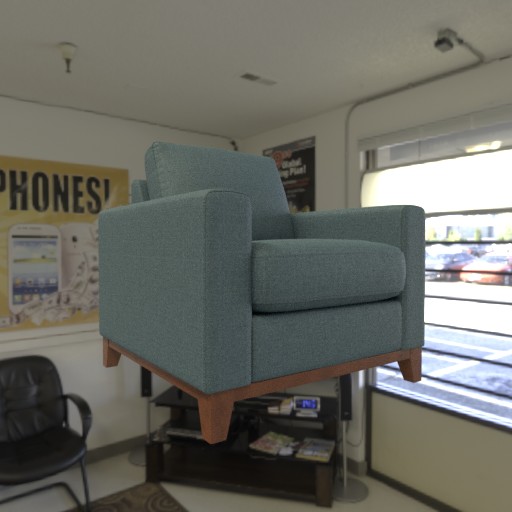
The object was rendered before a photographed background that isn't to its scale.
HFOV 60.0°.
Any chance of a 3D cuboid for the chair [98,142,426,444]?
[{"bbox_3d":[0.000,0.000,1.883,1.024,1.010,1.038,-1,2,-36],"label":"chair"}]
